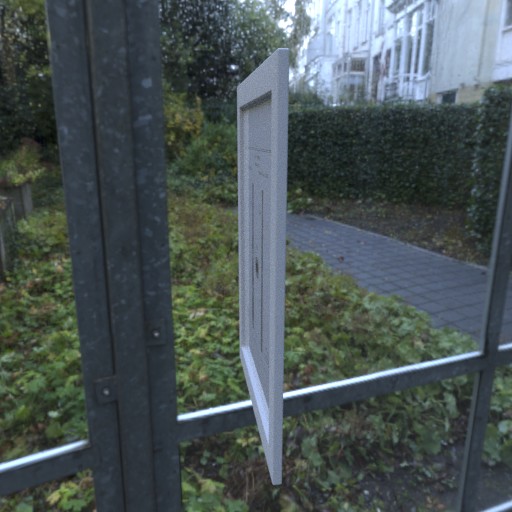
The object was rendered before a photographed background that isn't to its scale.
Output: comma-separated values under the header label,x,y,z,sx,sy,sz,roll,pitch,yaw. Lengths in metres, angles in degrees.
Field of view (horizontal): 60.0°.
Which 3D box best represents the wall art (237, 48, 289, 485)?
label,x,y,z,sx,sy,sz,roll,pitch,yaw
wall art,0.000,0.000,0.626,0.011,0.482,0.329,-2,15,-9
